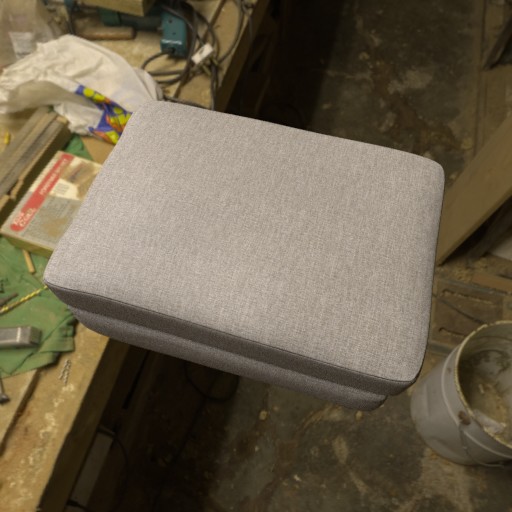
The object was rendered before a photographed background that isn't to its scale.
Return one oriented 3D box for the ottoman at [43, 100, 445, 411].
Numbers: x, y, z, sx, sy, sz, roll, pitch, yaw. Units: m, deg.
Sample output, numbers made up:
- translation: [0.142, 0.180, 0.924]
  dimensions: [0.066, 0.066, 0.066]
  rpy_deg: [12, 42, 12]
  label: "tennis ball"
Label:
- translation: [0.000, 0.000, 1.246]
  dimensions: [0.873, 0.494, 0.639]
  rpy_deg: [14, 63, 7]
  label: "ottoman"
